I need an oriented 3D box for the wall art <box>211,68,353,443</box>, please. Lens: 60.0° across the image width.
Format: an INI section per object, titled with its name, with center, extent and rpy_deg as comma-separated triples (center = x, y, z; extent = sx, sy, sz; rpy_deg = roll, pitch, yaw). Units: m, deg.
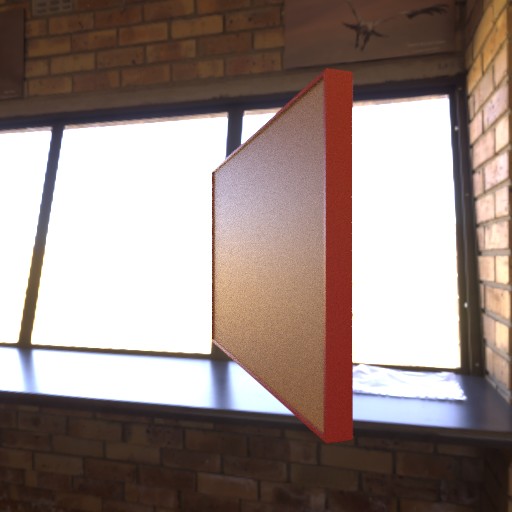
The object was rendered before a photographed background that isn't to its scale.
[wall art]
center = 0.000, 0.000, 0.772
extent = 0.033, 0.405, 0.607
rpy_deg = 0, 0, -17
